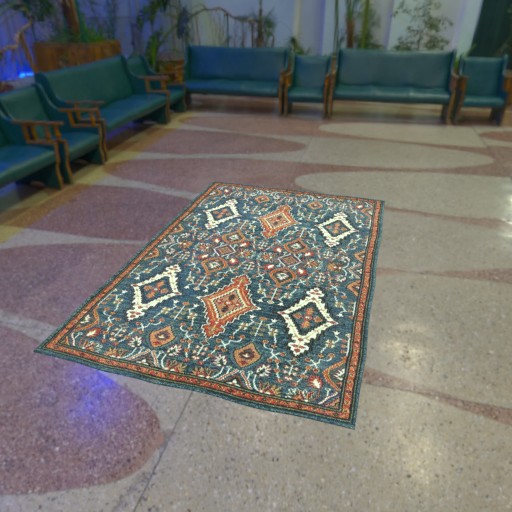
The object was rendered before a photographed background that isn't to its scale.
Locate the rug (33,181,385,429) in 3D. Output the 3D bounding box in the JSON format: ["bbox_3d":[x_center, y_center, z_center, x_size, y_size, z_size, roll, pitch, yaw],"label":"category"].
[{"bbox_3d":[0.000,0.000,4.120,2.190,0.008,3.371,9,32,14],"label":"rug"}]
